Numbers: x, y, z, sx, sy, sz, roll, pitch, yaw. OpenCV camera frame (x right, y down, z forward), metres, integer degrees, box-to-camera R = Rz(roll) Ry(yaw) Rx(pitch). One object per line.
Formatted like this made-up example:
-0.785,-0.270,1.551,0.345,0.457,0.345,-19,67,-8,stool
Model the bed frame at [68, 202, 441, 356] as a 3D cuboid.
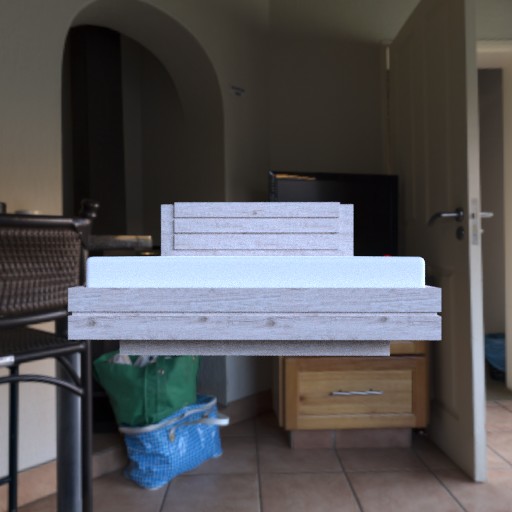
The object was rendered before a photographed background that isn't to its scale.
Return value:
0.000,0.000,3.023,1.750,0.970,2.080,0,0,1,bed frame
